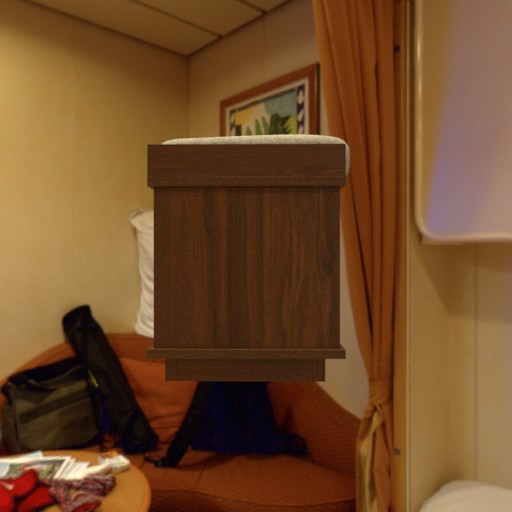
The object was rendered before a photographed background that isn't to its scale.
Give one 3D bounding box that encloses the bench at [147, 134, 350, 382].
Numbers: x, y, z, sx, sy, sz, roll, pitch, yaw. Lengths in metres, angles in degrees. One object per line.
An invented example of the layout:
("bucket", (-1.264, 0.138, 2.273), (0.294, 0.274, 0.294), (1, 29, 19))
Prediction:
("bench", (0.000, 0.000, 1.380), (0.367, 0.468, 1.196), (0, 0, 1))
